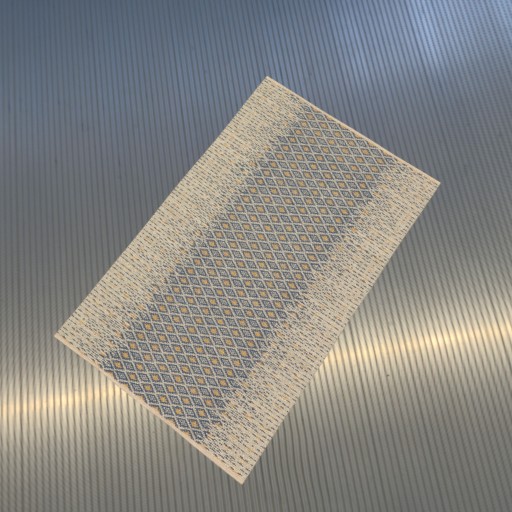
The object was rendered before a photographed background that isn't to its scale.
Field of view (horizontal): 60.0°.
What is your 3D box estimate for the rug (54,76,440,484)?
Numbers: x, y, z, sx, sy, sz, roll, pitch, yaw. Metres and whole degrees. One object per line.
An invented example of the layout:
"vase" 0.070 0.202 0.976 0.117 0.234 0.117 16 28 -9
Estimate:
"rug" 0.000 0.000 3.070 1.541 0.008 2.448 35 78 8
